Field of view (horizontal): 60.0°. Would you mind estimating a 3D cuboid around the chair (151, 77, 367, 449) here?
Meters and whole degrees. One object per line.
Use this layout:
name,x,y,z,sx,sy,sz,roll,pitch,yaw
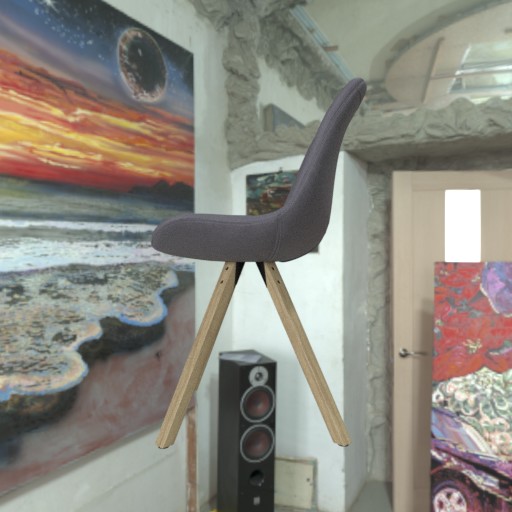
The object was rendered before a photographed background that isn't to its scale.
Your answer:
chair,0.000,0.000,1.205,0.547,0.865,0.483,0,0,0
